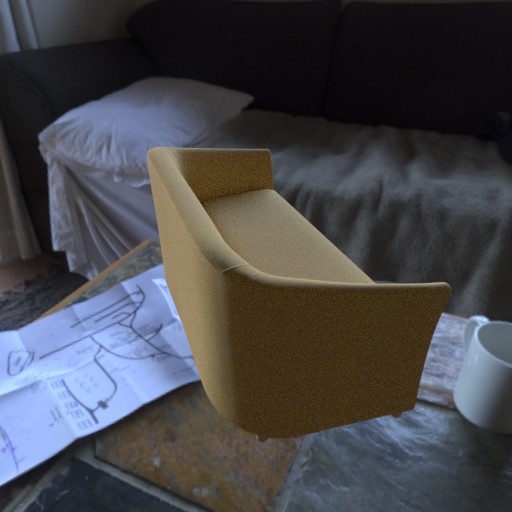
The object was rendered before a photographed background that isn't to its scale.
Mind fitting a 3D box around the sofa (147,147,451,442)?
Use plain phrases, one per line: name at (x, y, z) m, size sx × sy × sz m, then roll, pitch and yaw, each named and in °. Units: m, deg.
sofa at (0.000, 0.000, 1.882) m, size 0.705 × 0.721 × 1.452 m, roll -11°, pitch 32°, yaw -18°
